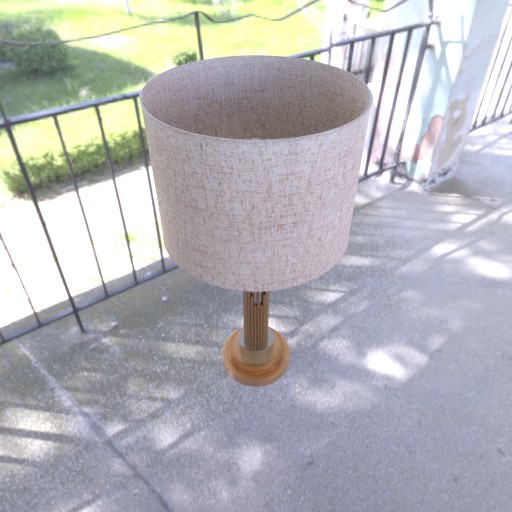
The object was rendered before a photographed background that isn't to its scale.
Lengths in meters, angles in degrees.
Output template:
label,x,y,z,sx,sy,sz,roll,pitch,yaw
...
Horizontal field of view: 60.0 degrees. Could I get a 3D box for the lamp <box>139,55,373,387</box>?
label,x,y,z,sx,sy,sz,roll,pitch,yaw
lamp,0.000,0.000,0.817,0.321,0.610,0.321,-26,46,-27
